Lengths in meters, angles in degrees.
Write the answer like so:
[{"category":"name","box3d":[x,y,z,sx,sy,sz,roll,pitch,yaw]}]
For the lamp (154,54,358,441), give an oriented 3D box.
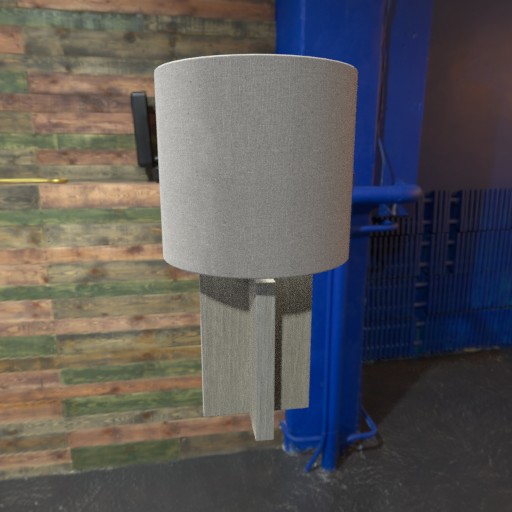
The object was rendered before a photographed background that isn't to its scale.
[{"category":"lamp","box3d":[0.000,0.000,0.558,0.229,0.428,0.229,-2,14,-9]}]
